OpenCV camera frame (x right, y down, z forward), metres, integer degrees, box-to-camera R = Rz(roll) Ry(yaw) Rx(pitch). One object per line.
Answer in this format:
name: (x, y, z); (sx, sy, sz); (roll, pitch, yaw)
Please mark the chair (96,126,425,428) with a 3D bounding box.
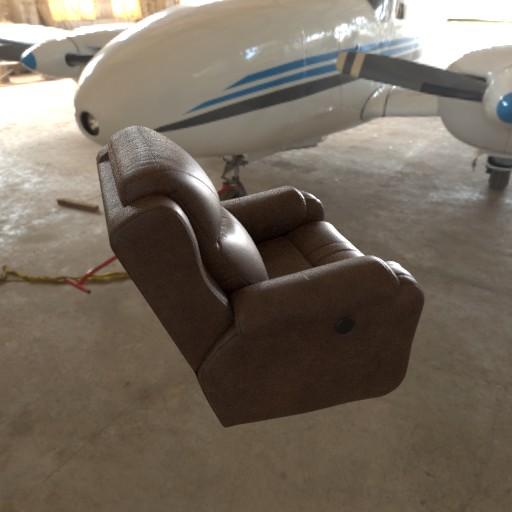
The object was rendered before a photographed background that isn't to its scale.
chair: (0.000, 0.000, 1.764); (1.067, 0.990, 0.940); (-10, 32, -17)
